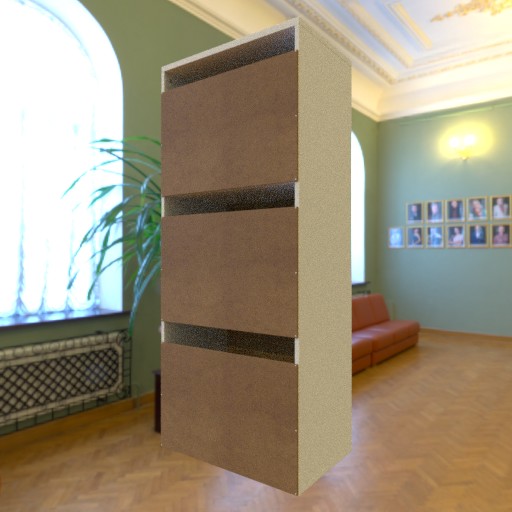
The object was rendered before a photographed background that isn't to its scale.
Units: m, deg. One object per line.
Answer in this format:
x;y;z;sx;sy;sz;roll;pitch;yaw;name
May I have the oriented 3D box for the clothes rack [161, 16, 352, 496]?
0.000;0.000;1.374;0.500;1.187;0.331;0;0;36;clothes rack
